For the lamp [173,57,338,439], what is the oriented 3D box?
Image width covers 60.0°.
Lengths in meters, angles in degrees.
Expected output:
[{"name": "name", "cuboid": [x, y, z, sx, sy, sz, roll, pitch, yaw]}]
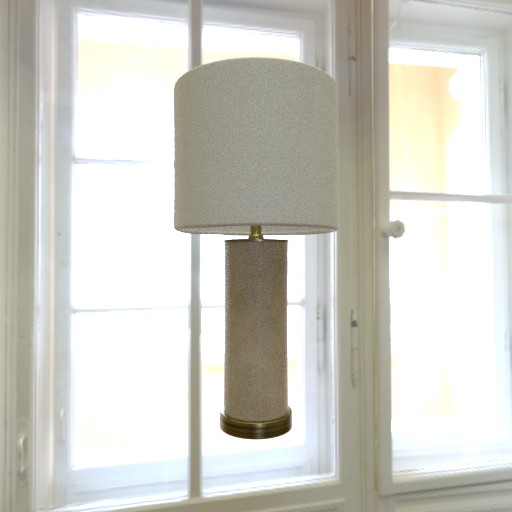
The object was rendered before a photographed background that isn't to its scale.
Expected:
[{"name": "lamp", "cuboid": [0.000, 0.000, 0.834, 0.305, 0.634, 0.305, 0, -1, 34]}]
